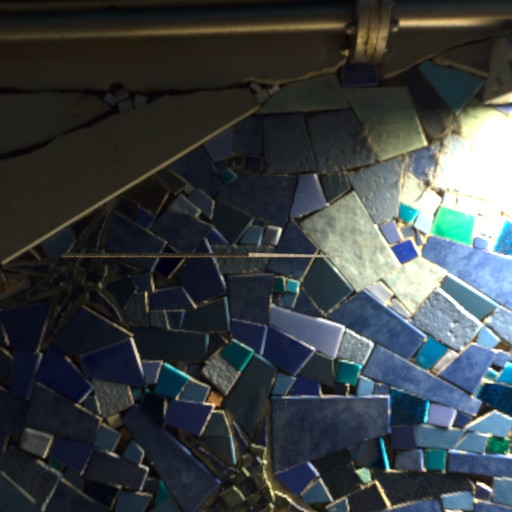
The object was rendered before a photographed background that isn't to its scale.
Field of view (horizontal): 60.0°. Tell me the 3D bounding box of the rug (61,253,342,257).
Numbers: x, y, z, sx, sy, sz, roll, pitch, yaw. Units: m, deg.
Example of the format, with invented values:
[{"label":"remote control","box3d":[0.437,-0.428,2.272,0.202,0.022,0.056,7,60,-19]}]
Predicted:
[{"label":"rug","box3d":[0.000,0.000,2.523,0.691,0.013,2.289,0,0,18]}]
